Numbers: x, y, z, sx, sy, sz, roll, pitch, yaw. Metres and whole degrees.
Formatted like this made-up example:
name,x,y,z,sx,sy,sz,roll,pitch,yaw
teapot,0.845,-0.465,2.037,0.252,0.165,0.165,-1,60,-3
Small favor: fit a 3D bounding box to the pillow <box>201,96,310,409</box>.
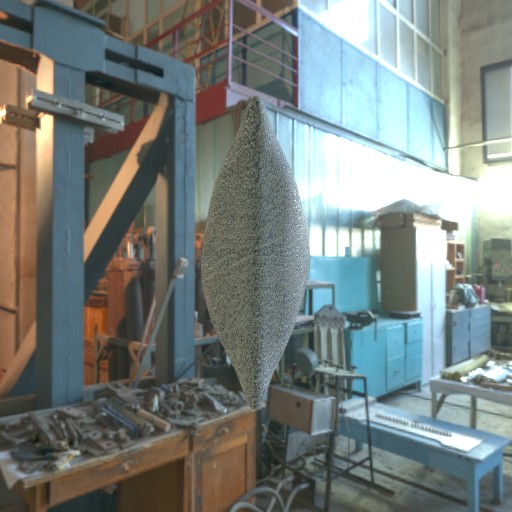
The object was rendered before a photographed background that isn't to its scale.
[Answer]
name,x,y,z,sx,sy,sz,roll,pitch,yaw
pillow,0.000,0.000,0.717,0.151,0.295,0.615,0,-1,0
